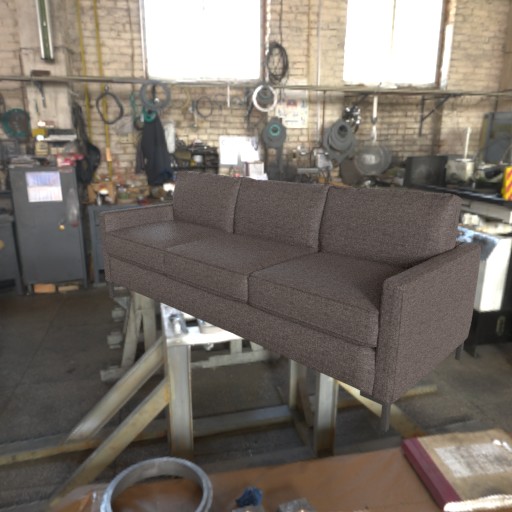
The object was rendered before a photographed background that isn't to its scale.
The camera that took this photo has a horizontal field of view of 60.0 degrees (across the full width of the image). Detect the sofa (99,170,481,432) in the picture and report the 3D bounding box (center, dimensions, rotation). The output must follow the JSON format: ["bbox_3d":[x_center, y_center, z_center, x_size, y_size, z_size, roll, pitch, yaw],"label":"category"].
[{"bbox_3d":[0.000,0.000,2.644,2.253,0.882,0.876,14,21,42],"label":"sofa"}]
